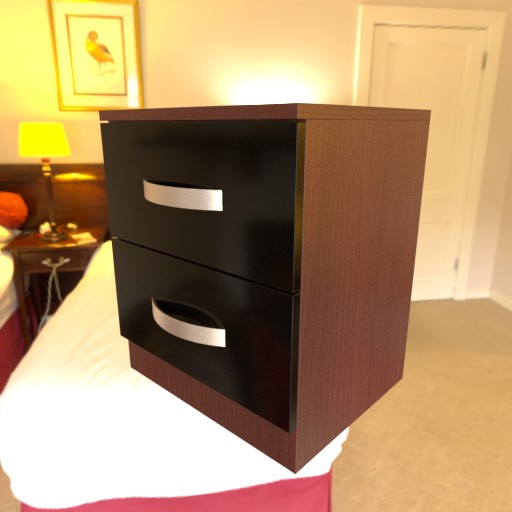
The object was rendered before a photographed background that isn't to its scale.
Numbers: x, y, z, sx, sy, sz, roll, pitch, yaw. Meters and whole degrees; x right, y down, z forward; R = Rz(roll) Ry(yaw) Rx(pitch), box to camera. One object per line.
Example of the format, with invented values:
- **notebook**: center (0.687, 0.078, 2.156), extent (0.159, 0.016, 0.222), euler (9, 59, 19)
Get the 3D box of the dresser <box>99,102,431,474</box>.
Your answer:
- **dresser**: center (0.000, 0.000, 0.751), extent (0.400, 0.470, 0.360), euler (15, 22, 41)
